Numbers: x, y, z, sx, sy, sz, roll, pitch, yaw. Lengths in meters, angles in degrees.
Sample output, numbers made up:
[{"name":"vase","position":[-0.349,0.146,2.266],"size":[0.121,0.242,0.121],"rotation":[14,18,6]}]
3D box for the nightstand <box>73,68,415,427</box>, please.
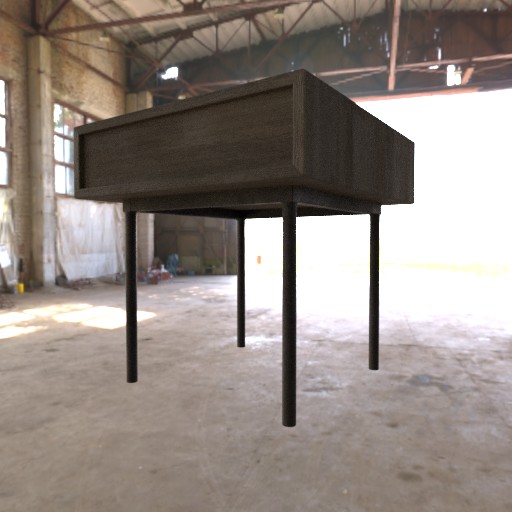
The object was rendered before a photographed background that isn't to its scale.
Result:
[{"name":"nightstand","position":[0.000,0.000,0.916],"size":[0.502,0.497,0.503],"rotation":[1,2,35]}]
